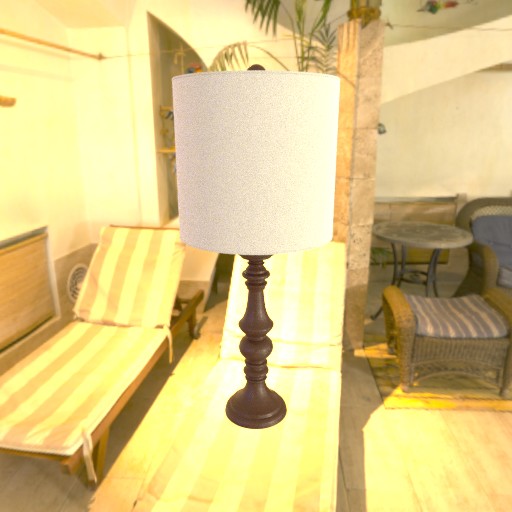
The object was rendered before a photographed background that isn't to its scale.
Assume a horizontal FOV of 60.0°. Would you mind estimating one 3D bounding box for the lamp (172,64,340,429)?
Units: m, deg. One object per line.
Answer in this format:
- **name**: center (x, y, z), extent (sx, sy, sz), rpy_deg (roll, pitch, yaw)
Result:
- **lamp**: center (0.000, 0.000, 0.746), extent (0.250, 0.597, 0.250), rpy_deg (3, 16, 9)
